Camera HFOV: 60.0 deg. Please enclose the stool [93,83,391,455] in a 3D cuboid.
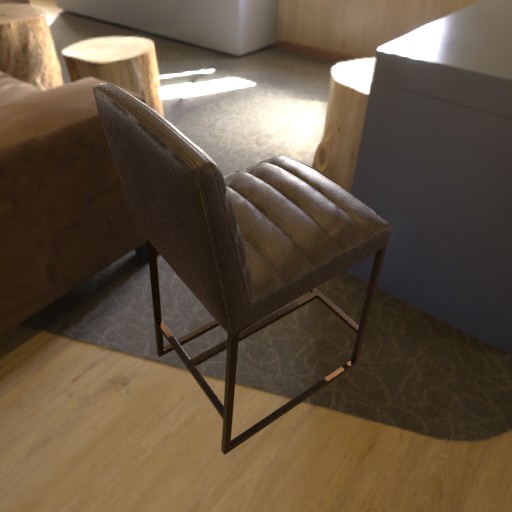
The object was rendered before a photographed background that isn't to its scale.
[{"bbox_3d":[0.000,0.000,1.222,0.562,0.946,0.463,-25,47,-26],"label":"stool"}]
